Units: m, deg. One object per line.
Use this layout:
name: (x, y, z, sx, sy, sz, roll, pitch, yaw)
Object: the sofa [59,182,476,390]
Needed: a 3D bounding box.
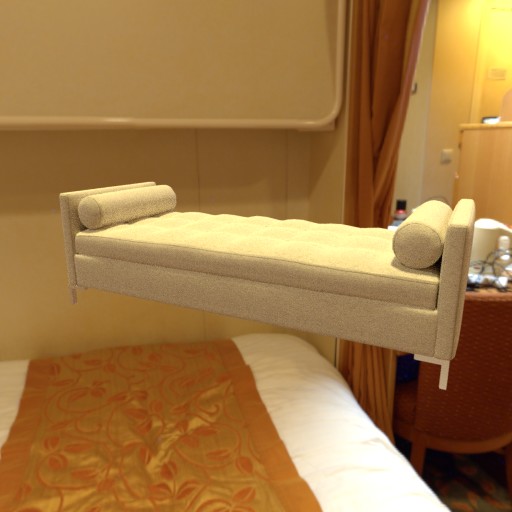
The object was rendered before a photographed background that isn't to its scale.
sofa: (0.000, 0.000, 2.425, 2.102, 0.655, 0.797, 7, 17, 26)
